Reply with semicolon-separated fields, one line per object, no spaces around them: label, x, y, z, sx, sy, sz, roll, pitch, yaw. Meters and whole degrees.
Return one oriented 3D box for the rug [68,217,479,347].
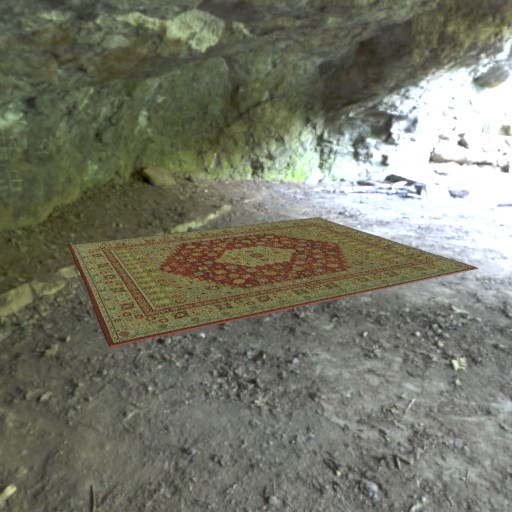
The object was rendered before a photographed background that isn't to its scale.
rug;0.000;0.000;4.133;3.053;0.013;2.387;-8;19;-26
